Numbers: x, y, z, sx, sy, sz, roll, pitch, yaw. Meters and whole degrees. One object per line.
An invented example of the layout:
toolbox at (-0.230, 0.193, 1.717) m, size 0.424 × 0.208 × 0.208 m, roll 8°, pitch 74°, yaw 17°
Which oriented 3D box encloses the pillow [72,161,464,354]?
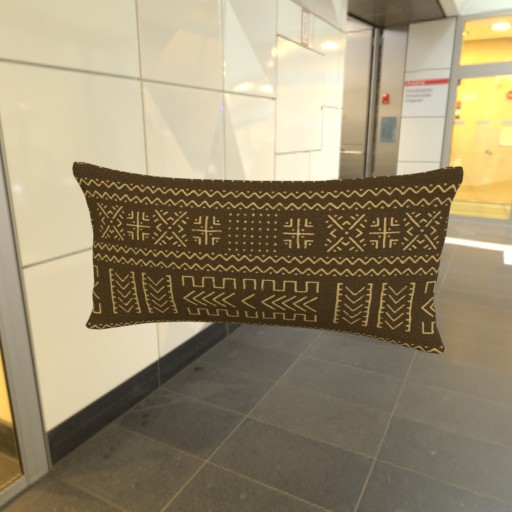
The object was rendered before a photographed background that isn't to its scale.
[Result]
pillow at (0.000, 0.000, 0.784) m, size 0.667 × 0.322 × 0.135 m, roll 2°, pitch 16°, yaw 8°
